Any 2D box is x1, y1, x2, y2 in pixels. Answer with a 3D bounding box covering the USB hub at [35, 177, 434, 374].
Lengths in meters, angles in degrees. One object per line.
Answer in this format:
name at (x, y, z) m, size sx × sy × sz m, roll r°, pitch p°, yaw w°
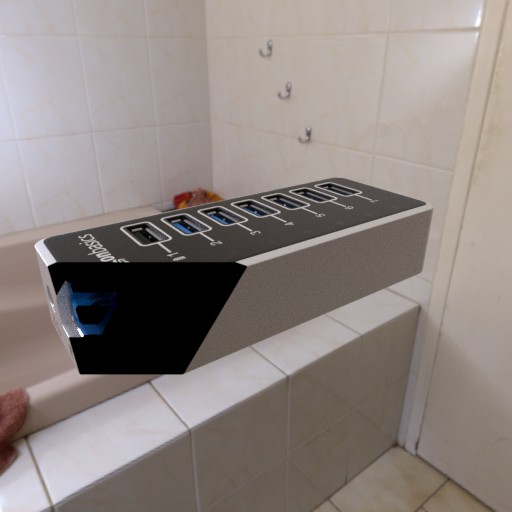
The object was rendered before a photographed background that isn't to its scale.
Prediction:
USB hub at (0.000, 0.000, 0.130) m, size 0.110 × 0.023 × 0.044 m, roll -17°, pitch 30°, yaw -32°
